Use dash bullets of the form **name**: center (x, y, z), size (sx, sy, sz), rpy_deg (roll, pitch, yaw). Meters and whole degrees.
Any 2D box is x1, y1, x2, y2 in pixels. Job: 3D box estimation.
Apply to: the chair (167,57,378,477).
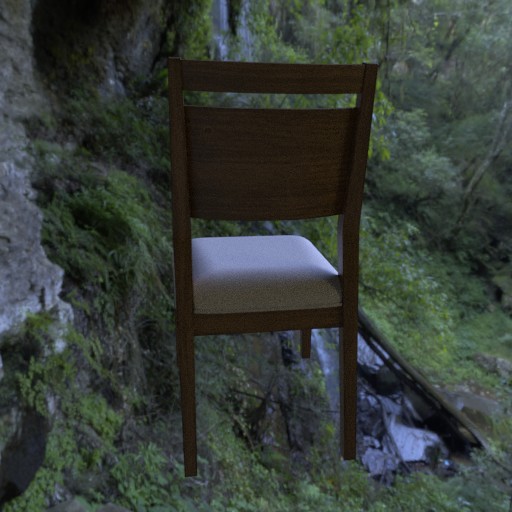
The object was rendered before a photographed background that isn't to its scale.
- **chair**: center (0.000, 0.000, 1.251), size (0.497, 0.939, 0.610), rpy_deg (-2, 14, -8)
